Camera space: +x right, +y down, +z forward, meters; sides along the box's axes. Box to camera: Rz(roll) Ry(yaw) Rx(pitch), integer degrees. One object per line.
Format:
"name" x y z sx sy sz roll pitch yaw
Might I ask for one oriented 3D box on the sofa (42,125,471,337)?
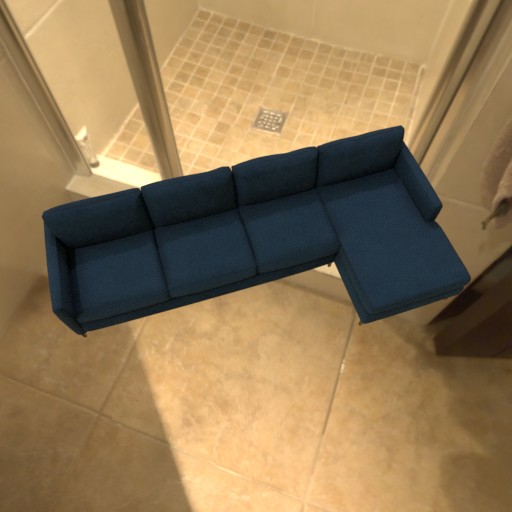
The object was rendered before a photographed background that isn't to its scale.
"sofa" 0.000 0.000 3.333 2.932 0.810 1.350 -15 63 -8
